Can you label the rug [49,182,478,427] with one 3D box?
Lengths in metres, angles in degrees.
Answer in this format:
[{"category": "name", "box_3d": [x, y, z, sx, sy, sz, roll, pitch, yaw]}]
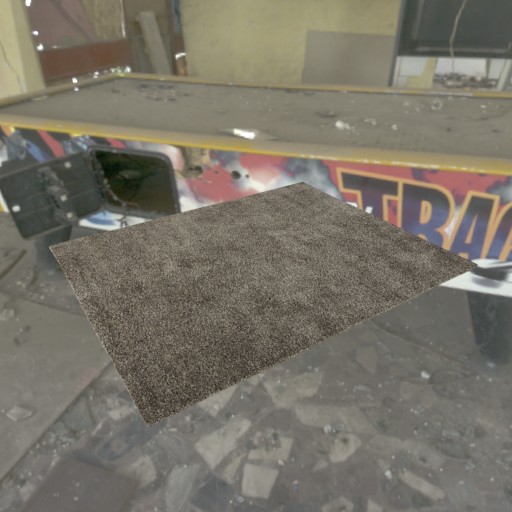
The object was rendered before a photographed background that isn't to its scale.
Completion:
[{"category": "rug", "box_3d": [0.000, 0.000, 3.954, 3.000, 0.025, 2.401, -18, 35, -29]}]
